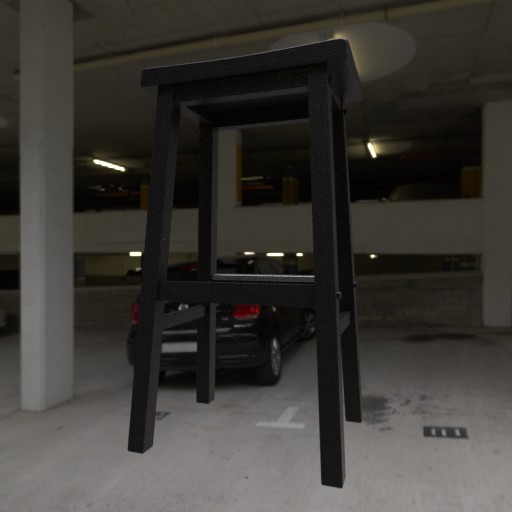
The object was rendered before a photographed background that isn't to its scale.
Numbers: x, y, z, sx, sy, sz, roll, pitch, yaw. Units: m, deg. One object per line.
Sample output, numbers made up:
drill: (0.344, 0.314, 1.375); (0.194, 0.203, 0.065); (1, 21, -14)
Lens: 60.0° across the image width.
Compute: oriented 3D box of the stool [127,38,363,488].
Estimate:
stool: (0.000, 0.000, 0.923); (0.406, 0.742, 0.322); (0, 1, 19)
